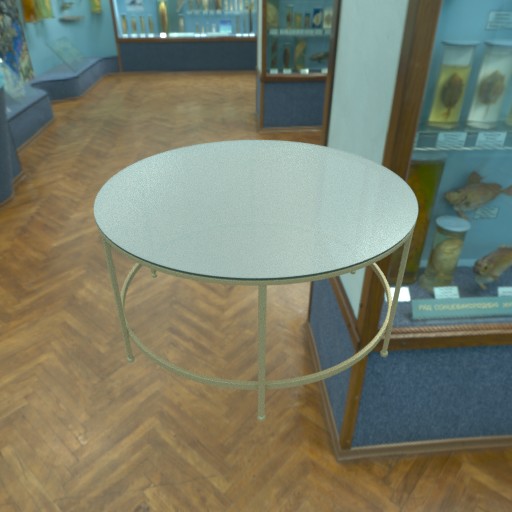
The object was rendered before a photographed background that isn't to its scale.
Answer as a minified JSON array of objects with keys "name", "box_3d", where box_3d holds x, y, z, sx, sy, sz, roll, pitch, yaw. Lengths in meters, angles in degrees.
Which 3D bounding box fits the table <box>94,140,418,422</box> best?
[{"name":"table","box_3d":[0.000,0.000,1.432,0.914,0.470,0.914,0,33,0]}]
